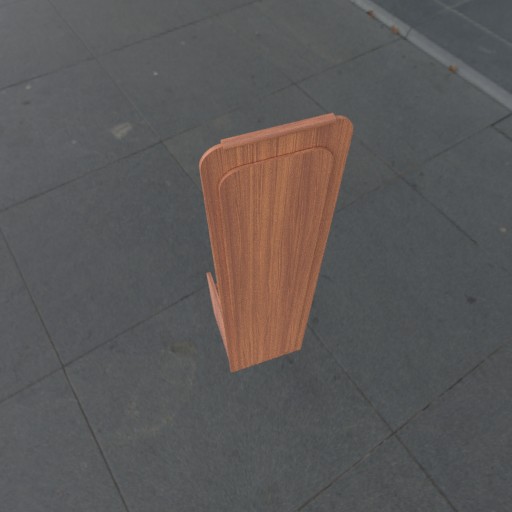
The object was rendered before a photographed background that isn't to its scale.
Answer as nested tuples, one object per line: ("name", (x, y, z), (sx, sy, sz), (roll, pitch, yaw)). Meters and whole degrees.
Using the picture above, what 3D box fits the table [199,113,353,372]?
("table", (0.000, 0.000, 2.033), (0.450, 1.830, 0.420), (-16, 59, -10))
